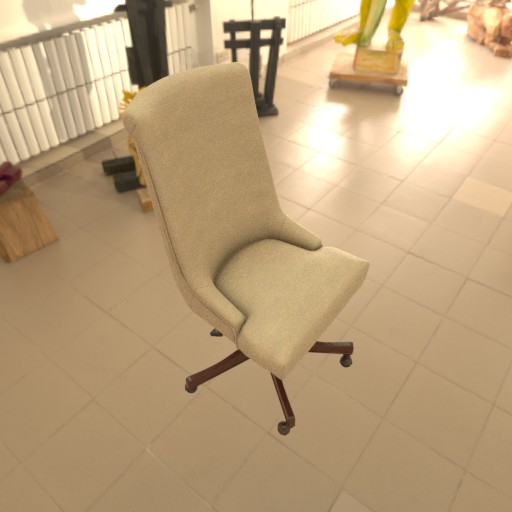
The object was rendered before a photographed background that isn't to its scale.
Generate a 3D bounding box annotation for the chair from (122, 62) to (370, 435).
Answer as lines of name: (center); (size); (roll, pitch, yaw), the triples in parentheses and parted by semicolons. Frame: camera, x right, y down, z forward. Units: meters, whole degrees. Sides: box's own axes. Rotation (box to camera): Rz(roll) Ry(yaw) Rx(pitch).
chair: (0.000, 0.000, 1.446); (0.696, 1.010, 0.645); (27, 49, 27)
